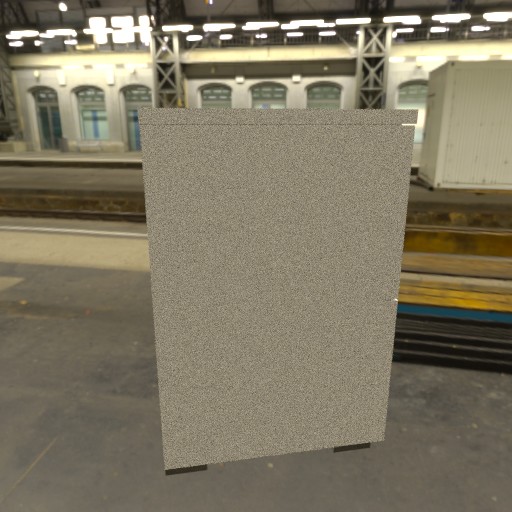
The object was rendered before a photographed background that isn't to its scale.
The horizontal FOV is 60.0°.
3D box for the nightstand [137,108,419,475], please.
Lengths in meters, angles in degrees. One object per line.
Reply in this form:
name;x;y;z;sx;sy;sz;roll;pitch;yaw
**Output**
nightstand;0.000;0.000;0.749;0.325;0.460;0.441;-3;17;-10
